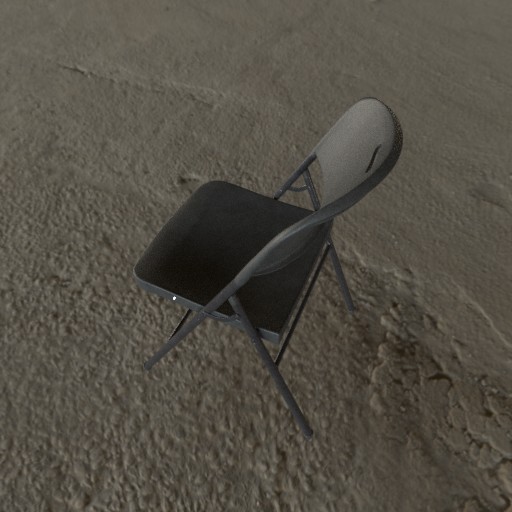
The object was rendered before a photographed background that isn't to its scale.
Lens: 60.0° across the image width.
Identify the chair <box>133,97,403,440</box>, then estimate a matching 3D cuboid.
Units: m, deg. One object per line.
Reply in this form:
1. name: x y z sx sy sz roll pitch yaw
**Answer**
1. chair: 0.000 0.000 1.167 0.567 0.810 0.494 18 50 16
